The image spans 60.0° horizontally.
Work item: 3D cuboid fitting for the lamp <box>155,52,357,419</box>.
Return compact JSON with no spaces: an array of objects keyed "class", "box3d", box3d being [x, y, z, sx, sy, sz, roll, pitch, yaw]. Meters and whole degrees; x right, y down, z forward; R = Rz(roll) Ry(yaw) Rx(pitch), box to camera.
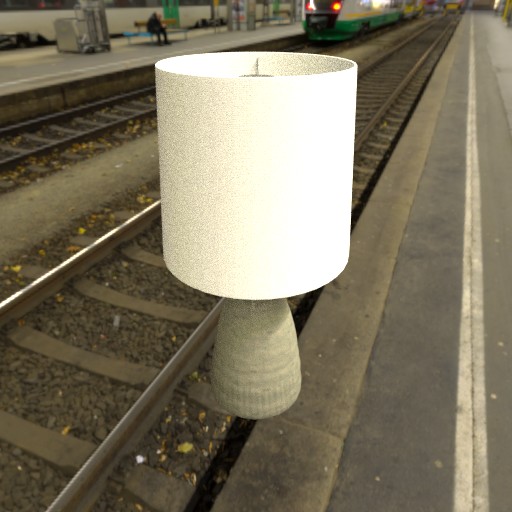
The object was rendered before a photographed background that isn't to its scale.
[{"class":"lamp","box3d":[0.000,0.000,0.458,0.186,0.369,0.186,0,30,0]}]
